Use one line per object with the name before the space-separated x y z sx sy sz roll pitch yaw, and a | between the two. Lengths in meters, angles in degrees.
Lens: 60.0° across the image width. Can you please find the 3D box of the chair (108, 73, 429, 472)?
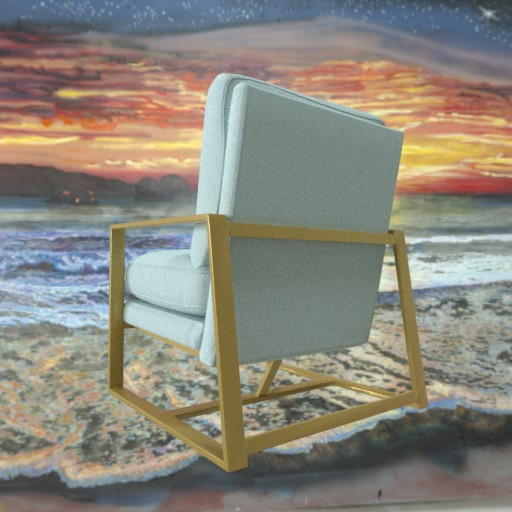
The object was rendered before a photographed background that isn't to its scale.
chair | 0.000 0.000 1.508 0.758 0.956 0.813 1 -2 -37
